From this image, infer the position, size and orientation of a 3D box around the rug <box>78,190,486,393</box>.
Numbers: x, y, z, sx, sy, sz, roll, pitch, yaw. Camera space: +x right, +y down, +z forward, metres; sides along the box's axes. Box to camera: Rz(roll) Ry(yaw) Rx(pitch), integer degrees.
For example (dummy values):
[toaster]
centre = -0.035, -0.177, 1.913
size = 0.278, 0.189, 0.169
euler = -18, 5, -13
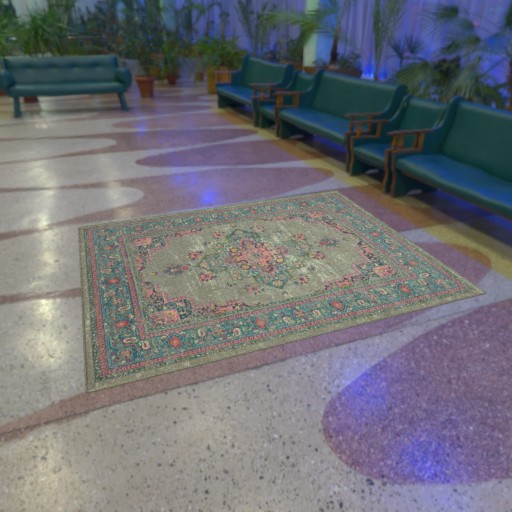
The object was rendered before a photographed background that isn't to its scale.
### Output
[rug]
centre = 0.000, 0.000, 4.089
size = 3.057, 0.013, 2.434
euler = -10, 31, -18
